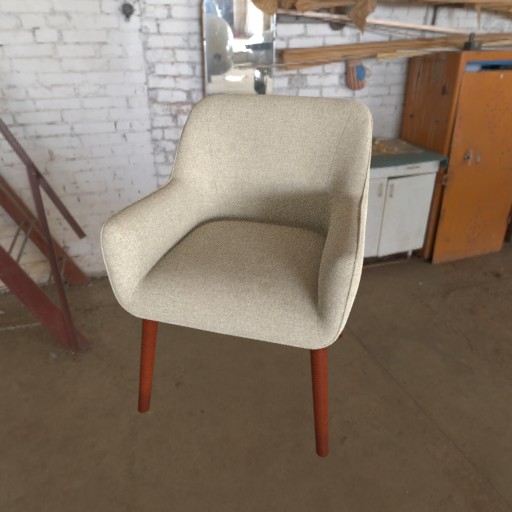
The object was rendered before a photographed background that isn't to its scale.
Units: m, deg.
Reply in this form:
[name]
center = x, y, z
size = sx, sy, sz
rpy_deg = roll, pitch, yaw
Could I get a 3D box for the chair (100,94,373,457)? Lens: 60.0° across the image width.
[chair]
center = 0.000, 0.000, 1.279
size = 0.610, 0.813, 0.610
rpy_deg = 8, 28, 15
